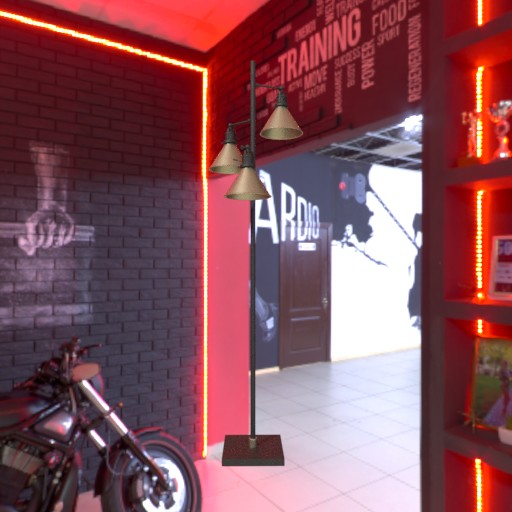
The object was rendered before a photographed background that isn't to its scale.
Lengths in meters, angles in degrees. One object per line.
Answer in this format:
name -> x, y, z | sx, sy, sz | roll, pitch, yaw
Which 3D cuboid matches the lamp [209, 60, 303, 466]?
lamp -> 0.000, 0.000, 1.919 | 0.428, 1.716, 0.415 | 0, -1, -1
